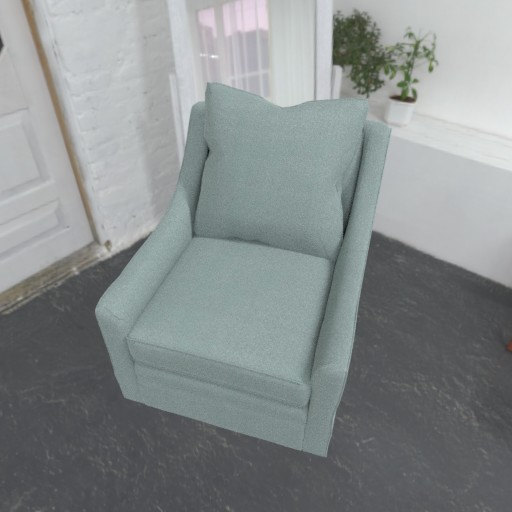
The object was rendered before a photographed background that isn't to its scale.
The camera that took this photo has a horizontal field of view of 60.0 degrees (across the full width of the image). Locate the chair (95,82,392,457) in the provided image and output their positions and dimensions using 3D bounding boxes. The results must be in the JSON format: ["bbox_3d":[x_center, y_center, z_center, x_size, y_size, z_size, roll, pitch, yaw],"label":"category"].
[{"bbox_3d":[0.000,0.000,1.570,0.760,0.926,0.870,11,42,13],"label":"chair"}]
